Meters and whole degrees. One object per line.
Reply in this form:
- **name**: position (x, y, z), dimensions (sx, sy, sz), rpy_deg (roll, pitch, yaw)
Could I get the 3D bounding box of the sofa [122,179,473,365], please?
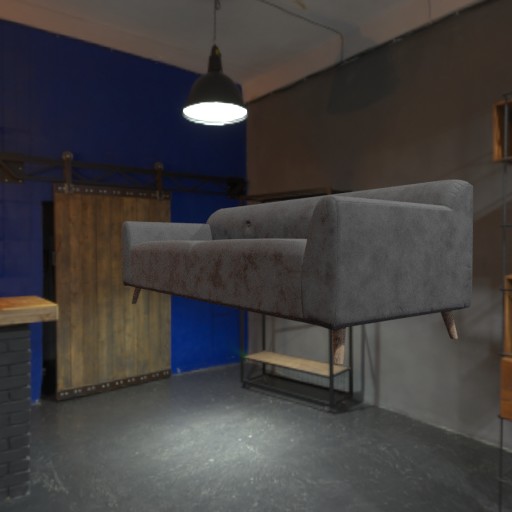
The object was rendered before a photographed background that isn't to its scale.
- **sofa**: position (0.000, 0.000, 2.660), dimensions (0.900, 0.740, 2.190), rpy_deg (-1, 2, -36)
